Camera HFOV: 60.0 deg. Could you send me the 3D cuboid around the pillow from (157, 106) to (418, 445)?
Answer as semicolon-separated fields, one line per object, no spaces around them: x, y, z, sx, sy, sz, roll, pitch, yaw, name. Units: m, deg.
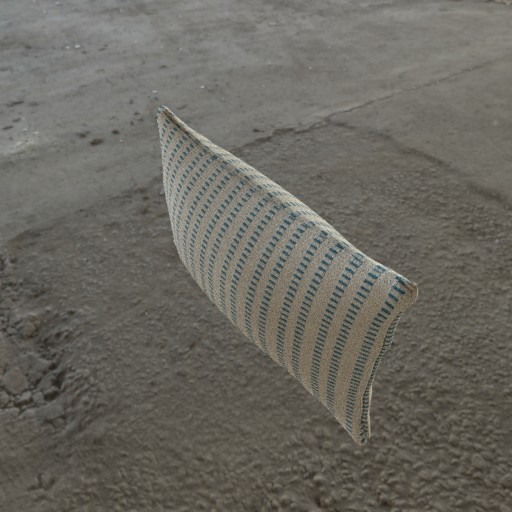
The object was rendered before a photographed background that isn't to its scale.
0.000;0.000;0.802;0.210;0.353;0.640;-25;47;-26;pillow
